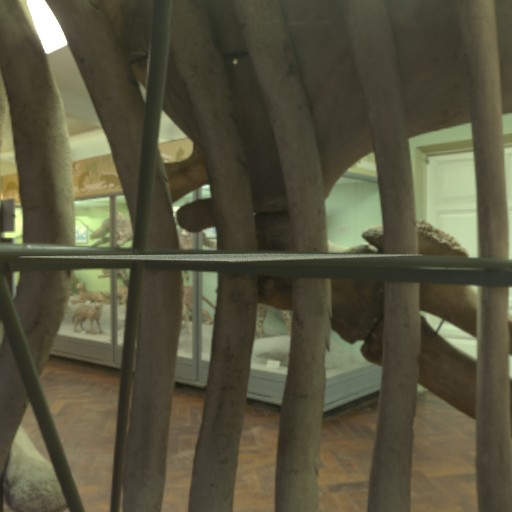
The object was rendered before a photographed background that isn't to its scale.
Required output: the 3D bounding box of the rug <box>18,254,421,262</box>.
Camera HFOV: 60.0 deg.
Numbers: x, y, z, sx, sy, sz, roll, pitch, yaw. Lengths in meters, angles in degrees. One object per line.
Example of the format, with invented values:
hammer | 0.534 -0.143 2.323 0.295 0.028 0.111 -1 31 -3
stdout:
rug | 0.000 0.000 3.033 1.541 0.008 2.448 1 1 36
